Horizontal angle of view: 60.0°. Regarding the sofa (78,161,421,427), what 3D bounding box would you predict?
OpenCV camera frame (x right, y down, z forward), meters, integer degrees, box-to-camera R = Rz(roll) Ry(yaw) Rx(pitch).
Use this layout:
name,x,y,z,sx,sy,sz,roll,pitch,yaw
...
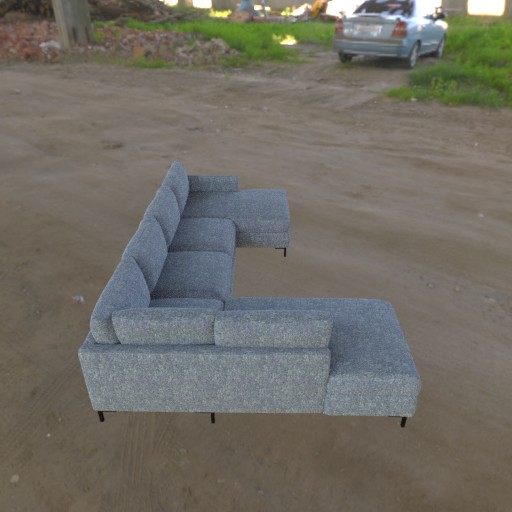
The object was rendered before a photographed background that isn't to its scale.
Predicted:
name,x,y,z,sx,sy,sz,roll,pitch,yaw
sofa,0.000,0.000,3.583,1.879,0.756,2.737,0,31,1
